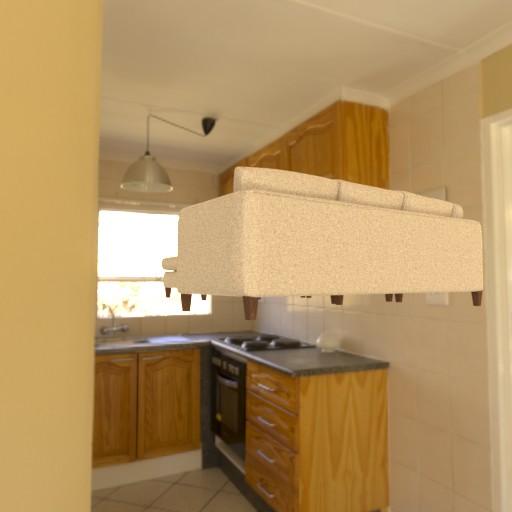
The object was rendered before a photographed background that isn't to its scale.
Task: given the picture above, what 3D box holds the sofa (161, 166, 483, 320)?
[{"bbox_3d":[0.000,0.000,4.617,2.593,0.959,3.460,2,-4,-35],"label":"sofa"}]
